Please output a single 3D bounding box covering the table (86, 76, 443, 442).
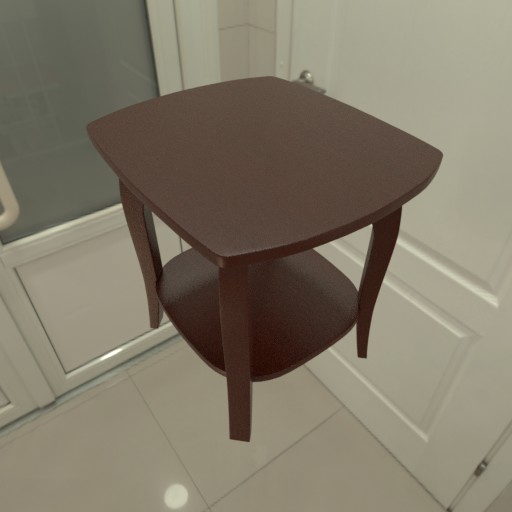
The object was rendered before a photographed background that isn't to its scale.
[{"bbox_3d":[0.000,0.000,0.867,0.433,0.496,0.502,-26,47,-27],"label":"table"}]
